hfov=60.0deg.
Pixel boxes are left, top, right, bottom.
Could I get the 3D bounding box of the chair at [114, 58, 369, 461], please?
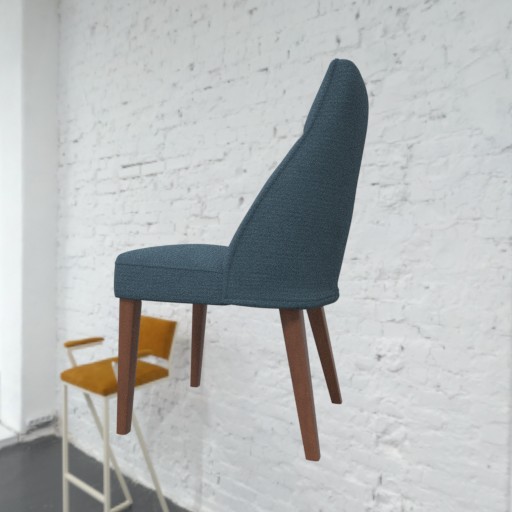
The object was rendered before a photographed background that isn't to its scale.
[{"bbox_3d":[0.000,0.000,1.268,0.620,0.930,0.500,0,1,18],"label":"chair"}]
